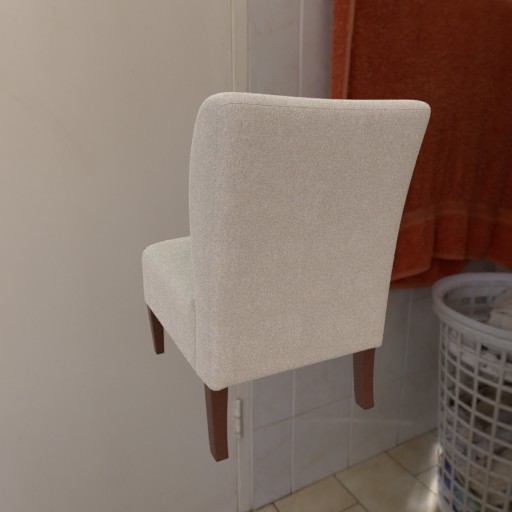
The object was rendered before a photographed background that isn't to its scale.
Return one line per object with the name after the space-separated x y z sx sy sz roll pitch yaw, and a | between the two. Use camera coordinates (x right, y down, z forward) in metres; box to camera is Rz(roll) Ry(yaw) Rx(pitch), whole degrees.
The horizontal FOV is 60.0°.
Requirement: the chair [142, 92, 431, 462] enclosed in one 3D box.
0.000 0.000 1.294 0.521 0.833 0.754 -8 17 -26 | chair
